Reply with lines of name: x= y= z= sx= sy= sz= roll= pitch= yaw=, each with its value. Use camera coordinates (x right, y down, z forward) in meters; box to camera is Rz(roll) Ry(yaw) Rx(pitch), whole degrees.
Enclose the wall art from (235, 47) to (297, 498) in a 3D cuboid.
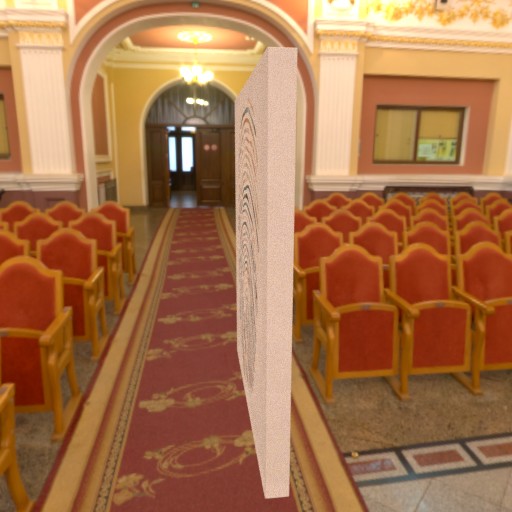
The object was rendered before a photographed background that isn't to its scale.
wall art: x=0.000 y=0.000 z=0.823 sx=0.037 sy=0.606 sz=0.508 roll=-2 pitch=13 yaw=-7
